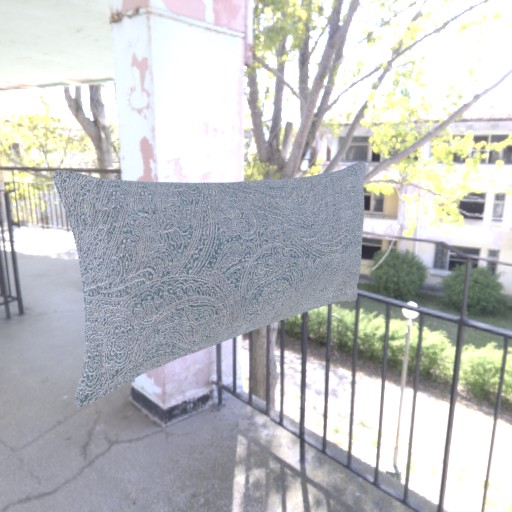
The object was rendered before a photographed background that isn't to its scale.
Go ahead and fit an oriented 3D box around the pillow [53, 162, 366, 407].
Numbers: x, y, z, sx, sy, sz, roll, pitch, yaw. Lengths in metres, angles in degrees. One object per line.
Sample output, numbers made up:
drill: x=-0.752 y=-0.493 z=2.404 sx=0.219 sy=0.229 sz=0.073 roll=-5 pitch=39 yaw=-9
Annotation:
pillow: x=0.000 y=0.000 z=0.727 sx=0.615 sy=0.295 sz=0.151 roll=-12 pitch=18 yaw=-42
